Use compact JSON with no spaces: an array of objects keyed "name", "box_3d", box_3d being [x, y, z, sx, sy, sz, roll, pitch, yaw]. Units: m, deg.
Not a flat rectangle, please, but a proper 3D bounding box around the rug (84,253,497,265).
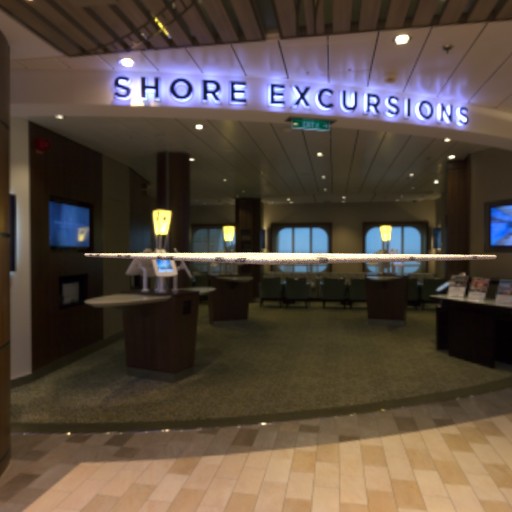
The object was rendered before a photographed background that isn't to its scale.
[{"name":"rug","box_3d":[0.000,0.000,3.350,1.801,0.026,2.701,-1,1,-36]}]
